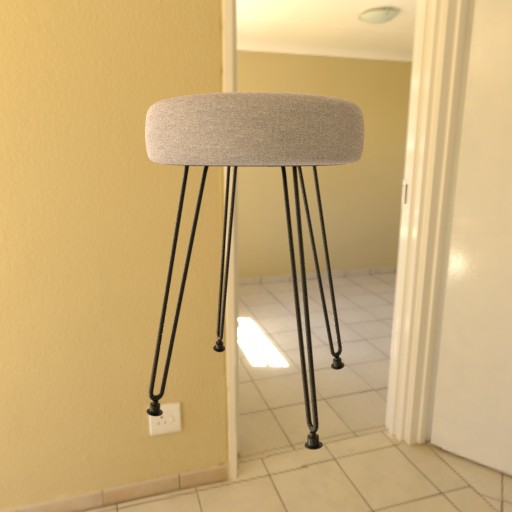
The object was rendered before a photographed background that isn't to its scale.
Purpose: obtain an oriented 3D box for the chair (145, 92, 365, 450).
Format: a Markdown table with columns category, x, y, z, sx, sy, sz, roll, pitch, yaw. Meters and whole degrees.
| category | x | y | z | sx | sy | sz | roll | pitch | yaw |
| --- | --- | --- | --- | --- | --- | --- | --- | --- | --- |
| chair | 0.000 | 0.000 | 0.665 | 0.350 | 0.440 | 0.350 | -6 | 14 | -26 |
